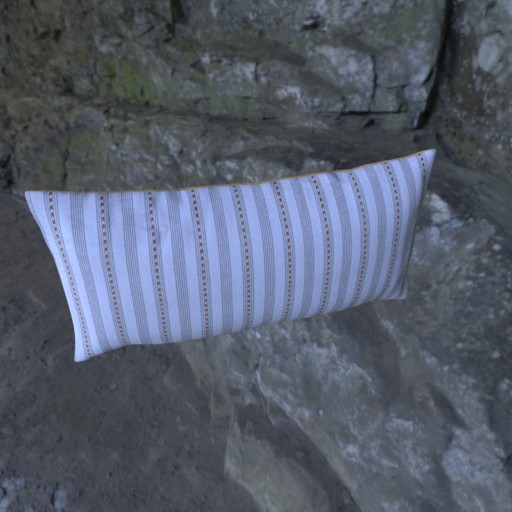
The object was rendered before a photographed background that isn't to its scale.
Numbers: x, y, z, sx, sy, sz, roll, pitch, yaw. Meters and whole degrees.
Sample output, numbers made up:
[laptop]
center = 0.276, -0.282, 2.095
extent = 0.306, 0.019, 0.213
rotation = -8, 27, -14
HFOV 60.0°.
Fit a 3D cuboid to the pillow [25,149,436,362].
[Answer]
[pillow]
center = 0.000, 0.000, 0.706
extent = 0.608, 0.291, 0.151
rotation = -9, 33, -14
